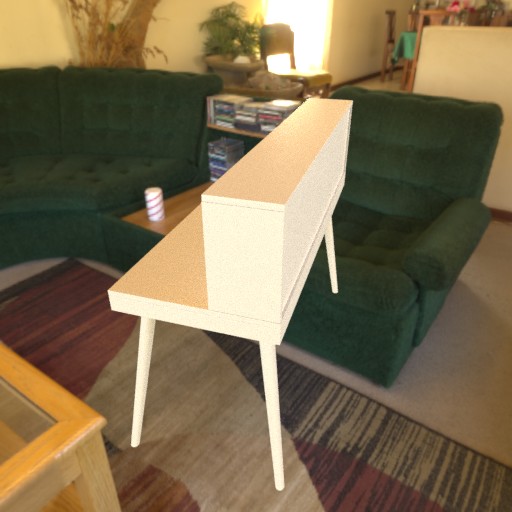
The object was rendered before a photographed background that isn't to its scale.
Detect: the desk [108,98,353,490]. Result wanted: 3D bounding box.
[{"bbox_3d":[0.000,0.000,1.742,0.559,0.990,1.199,9,31,15],"label":"desk"}]
